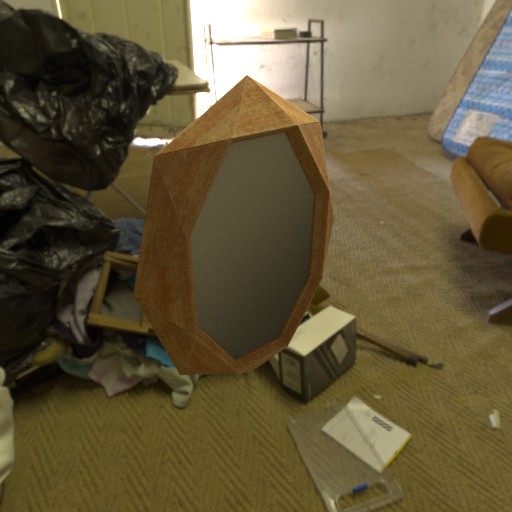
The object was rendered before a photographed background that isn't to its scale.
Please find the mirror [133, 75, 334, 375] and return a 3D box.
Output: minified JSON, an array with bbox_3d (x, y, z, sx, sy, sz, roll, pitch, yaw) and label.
[{"bbox_3d":[0.000,0.000,1.022,0.577,0.774,0.070,-21,36,-32],"label":"mirror"}]
